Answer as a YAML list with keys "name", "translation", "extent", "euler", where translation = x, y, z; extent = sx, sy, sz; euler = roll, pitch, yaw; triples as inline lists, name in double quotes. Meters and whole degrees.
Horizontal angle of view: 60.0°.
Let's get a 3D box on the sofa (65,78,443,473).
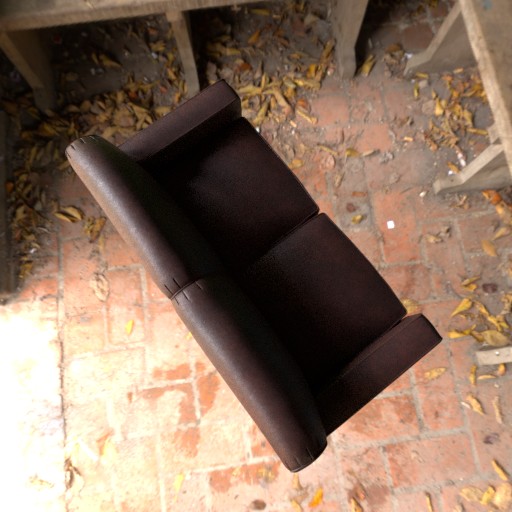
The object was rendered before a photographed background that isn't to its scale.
- name: "sofa"
  translation: [0.000, 0.000, 2.423]
  extent: [1.000, 0.966, 1.856]
  euler: [-36, 79, -8]
